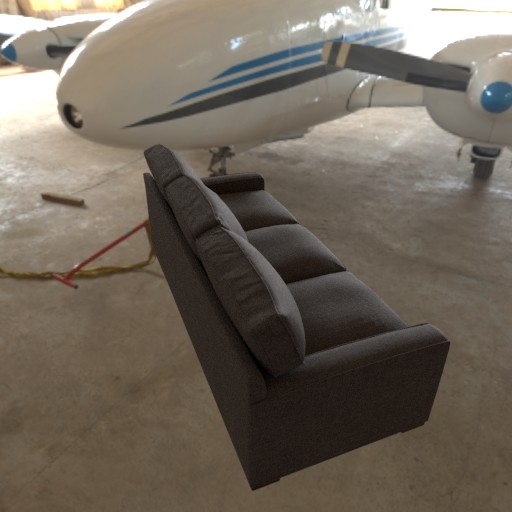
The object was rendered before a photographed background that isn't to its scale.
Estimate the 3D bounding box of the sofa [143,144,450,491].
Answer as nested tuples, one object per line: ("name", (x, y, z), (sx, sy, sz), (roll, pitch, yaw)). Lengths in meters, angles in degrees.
("sofa", (0.000, 0.000, 2.846), (1.004, 0.978, 2.369), (-12, 33, -19))
